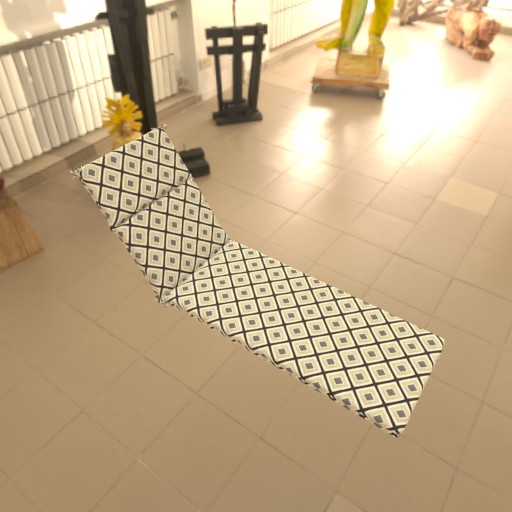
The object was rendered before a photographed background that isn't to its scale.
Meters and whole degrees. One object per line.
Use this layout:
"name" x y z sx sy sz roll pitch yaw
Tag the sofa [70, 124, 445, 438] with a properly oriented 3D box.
"sofa" 0.000 0.000 1.956 1.663 0.622 0.582 25 48 26
